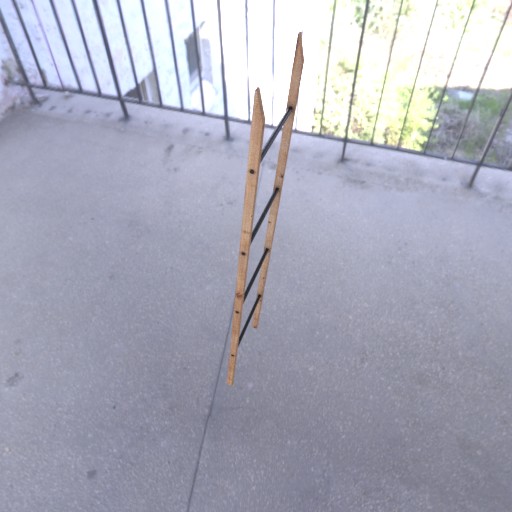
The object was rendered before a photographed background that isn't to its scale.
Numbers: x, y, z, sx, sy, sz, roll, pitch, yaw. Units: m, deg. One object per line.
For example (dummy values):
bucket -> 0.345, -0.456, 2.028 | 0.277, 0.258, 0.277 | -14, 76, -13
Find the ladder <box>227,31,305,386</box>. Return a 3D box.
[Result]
ladder -> 0.000, 0.000, 2.008 | 0.200, 1.805, 0.442 | 15, 49, 13
